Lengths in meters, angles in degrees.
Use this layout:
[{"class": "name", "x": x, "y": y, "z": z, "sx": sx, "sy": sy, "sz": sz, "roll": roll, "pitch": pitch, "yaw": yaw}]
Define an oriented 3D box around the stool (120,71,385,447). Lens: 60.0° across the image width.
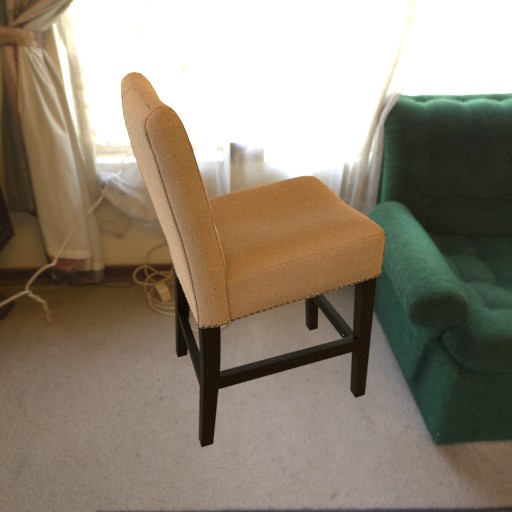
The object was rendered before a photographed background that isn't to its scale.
[{"class": "stool", "x": 0.000, "y": 0.000, "z": 1.174, "sx": 0.571, "sy": 0.885, "sz": 0.427, "roll": -10, "pitch": 32, "yaw": -16}]
